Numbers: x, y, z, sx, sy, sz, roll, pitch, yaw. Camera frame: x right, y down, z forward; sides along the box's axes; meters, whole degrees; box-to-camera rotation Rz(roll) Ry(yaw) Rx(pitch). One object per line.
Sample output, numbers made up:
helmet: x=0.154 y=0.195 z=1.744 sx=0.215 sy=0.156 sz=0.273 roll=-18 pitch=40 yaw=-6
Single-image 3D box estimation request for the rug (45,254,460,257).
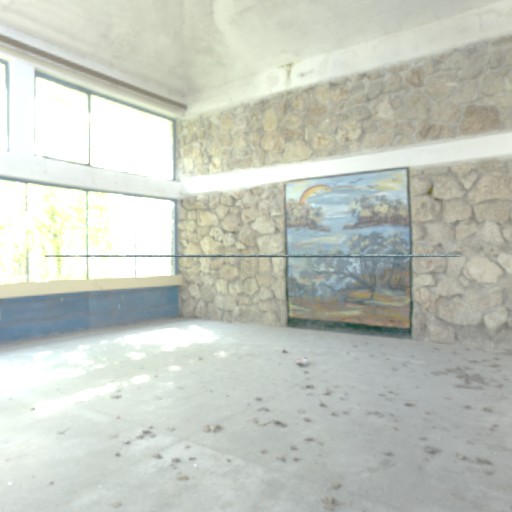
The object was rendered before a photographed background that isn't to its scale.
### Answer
rug: x=0.000 y=0.000 z=4.155 sx=3.050 sy=0.016 sz=2.441 roll=0 pitch=0 yaw=37
